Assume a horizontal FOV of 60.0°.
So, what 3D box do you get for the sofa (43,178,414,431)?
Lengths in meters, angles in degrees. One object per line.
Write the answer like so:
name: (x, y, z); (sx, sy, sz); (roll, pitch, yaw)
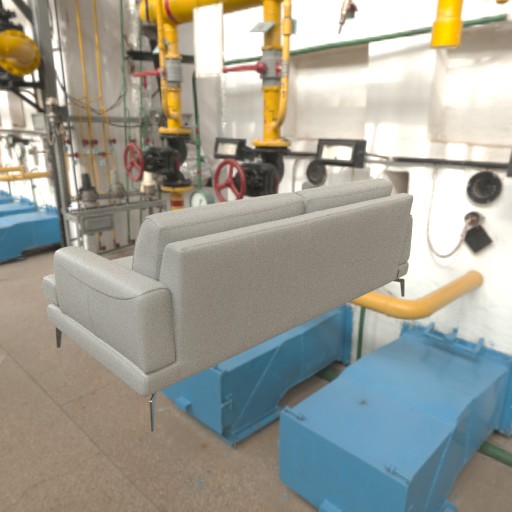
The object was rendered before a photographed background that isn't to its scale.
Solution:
sofa: (0.000, 0.000, 2.420); (1.940, 0.765, 0.974); (-16, 23, -42)
